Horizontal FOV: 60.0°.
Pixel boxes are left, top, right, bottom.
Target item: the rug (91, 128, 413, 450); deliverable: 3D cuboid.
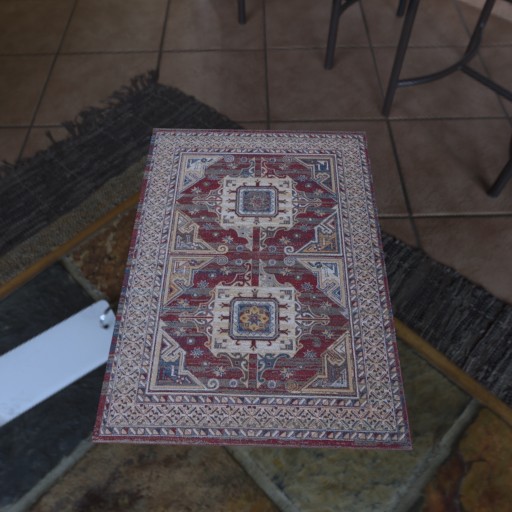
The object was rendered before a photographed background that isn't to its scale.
[{"bbox_3d":[0.000,0.000,2.776,1.599,0.011,2.210,1,59,1],"label":"rug"}]
